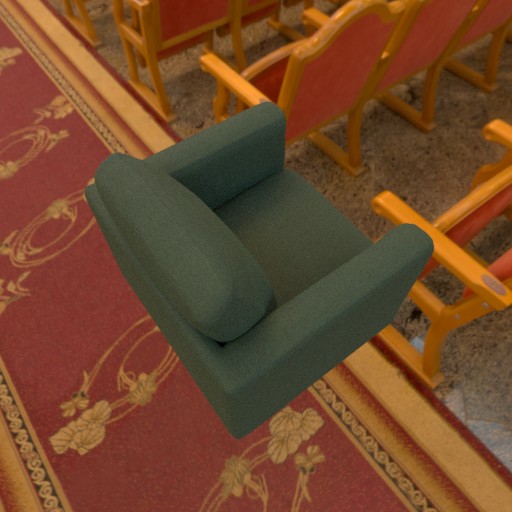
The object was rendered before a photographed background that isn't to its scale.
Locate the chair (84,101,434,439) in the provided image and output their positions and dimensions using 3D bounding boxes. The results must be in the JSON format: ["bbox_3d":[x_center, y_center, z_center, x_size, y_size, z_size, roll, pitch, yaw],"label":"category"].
[{"bbox_3d":[0.000,0.000,1.583,0.800,0.927,0.855,-32,63,-19],"label":"chair"}]
